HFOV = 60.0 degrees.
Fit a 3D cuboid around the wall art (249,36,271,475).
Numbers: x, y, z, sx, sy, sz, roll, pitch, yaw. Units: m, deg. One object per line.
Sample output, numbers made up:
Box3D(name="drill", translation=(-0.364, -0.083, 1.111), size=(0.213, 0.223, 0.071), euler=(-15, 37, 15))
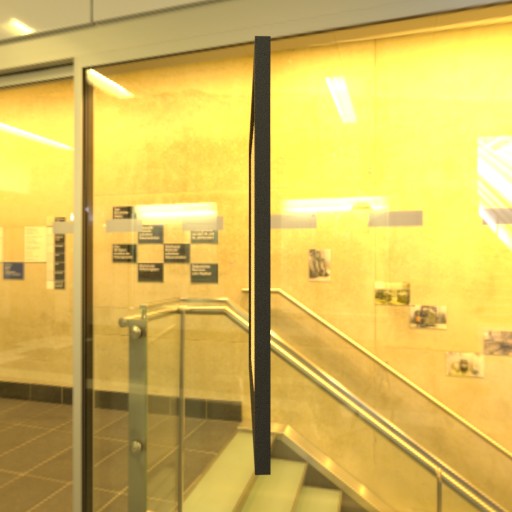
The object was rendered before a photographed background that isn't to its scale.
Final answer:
Box3D(name="wall art", translation=(0.000, 0.000, 0.536), size=(0.013, 0.356, 0.356), euler=(0, 0, -2))
